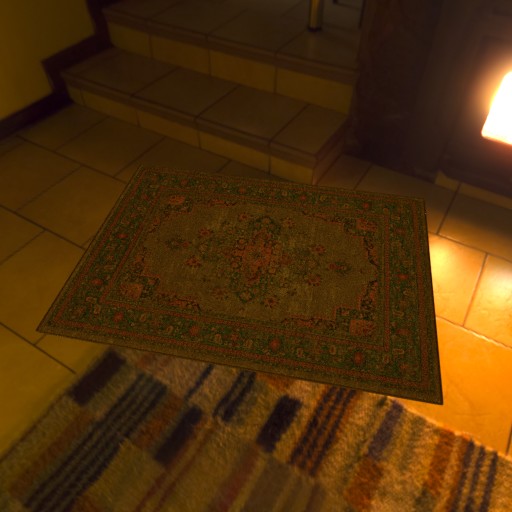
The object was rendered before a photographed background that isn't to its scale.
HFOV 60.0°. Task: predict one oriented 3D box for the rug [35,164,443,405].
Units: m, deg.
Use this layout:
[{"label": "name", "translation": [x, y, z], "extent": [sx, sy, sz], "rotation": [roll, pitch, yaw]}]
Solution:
[{"label": "rug", "translation": [0.000, 0.000, 2.870], "extent": [2.214, 0.013, 1.609], "rotation": [8, 48, 8]}]
